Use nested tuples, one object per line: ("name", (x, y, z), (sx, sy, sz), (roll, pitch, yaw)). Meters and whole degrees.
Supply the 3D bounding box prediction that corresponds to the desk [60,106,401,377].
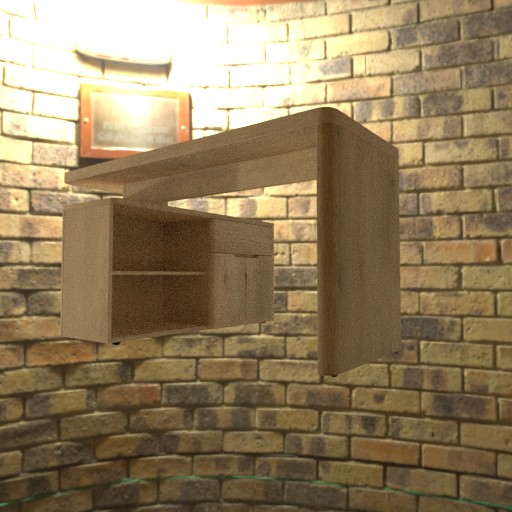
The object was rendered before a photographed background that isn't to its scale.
("desk", (0.000, 0.000, 2.103), (1.400, 0.770, 1.175), (-2, -3, 37))
